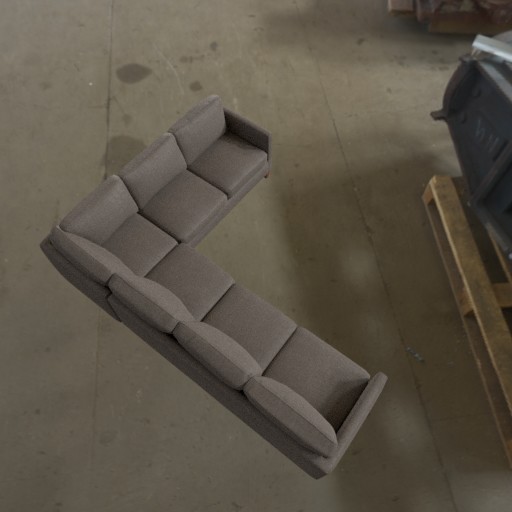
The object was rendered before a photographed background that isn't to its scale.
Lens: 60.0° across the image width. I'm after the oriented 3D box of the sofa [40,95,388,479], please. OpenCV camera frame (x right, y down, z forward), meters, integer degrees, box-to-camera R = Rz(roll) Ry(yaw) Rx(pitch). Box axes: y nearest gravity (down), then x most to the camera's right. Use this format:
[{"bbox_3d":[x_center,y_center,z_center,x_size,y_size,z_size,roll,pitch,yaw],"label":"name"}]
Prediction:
[{"bbox_3d":[0.000,0.000,4.422,3.302,0.947,2.593,33,65,18],"label":"sofa"}]
